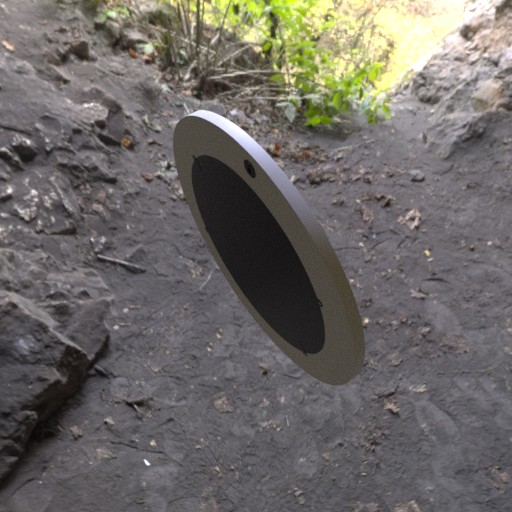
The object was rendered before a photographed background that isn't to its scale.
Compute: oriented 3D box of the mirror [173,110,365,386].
[{"bbox_3d":[0.000,0.000,1.374,0.038,0.914,0.914,-32,64,-17],"label":"mirror"}]
